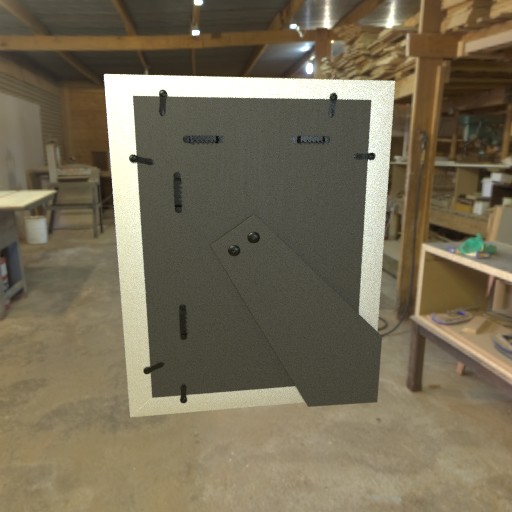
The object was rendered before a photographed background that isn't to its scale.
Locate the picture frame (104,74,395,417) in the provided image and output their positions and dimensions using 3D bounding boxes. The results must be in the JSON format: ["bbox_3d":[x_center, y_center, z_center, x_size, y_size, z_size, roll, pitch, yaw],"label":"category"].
[{"bbox_3d":[0.000,0.000,0.513,0.307,0.386,0.036,-2,14,-8],"label":"picture frame"}]
